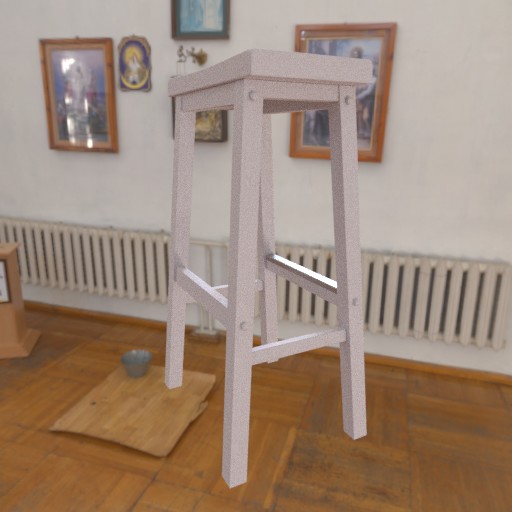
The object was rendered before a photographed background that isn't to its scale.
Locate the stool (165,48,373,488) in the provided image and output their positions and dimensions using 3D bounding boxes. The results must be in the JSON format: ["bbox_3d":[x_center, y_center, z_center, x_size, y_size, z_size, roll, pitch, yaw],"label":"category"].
[{"bbox_3d":[0.000,0.000,0.954,0.322,0.742,0.406,-8,17,-27],"label":"stool"}]
